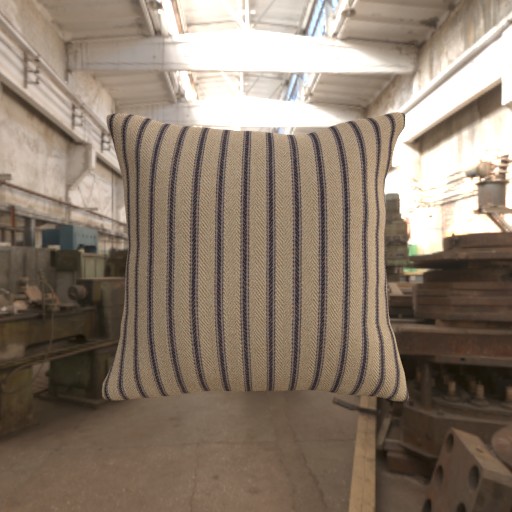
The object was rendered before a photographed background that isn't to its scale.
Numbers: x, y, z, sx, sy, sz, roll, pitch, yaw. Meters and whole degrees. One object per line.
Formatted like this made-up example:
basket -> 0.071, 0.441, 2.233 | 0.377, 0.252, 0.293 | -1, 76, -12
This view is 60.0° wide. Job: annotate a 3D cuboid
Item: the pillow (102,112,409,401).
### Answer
pillow -> 0.000, 0.000, 0.681 | 0.468, 0.444, 0.138 | 0, 0, -1
